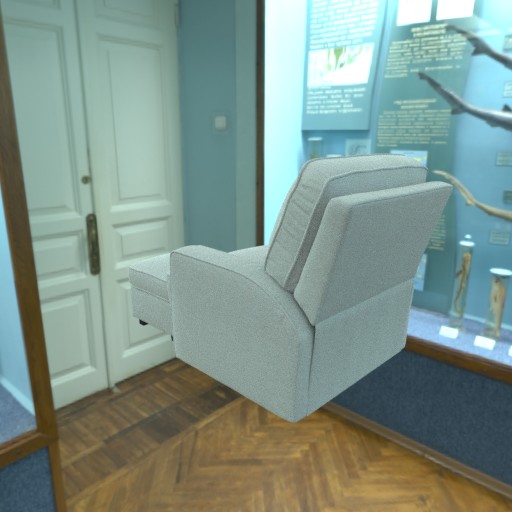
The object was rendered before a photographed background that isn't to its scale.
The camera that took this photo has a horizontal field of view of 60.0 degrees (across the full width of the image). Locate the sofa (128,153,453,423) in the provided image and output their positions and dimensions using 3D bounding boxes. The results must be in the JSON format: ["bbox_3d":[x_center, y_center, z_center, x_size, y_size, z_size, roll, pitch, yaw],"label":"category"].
[{"bbox_3d":[0.000,0.000,2.090,1.472,0.959,0.861,14,20,43],"label":"sofa"}]
